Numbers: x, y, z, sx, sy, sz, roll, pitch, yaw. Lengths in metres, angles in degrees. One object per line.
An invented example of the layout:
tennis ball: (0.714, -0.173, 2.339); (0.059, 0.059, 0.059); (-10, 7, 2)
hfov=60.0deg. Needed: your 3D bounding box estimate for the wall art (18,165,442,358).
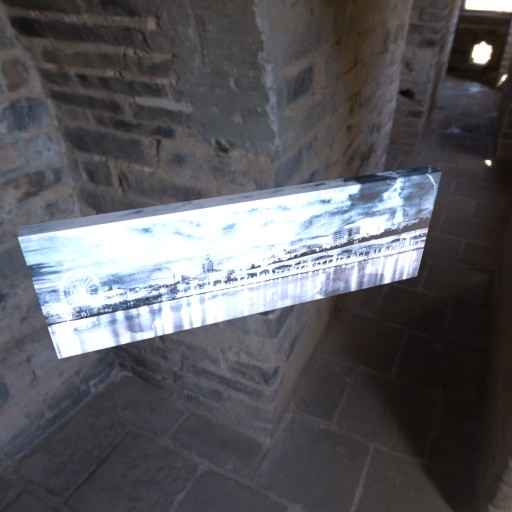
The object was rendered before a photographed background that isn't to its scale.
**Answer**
wall art: (0.000, 0.000, 0.843); (0.759, 0.251, 0.037); (-11, 34, -16)
